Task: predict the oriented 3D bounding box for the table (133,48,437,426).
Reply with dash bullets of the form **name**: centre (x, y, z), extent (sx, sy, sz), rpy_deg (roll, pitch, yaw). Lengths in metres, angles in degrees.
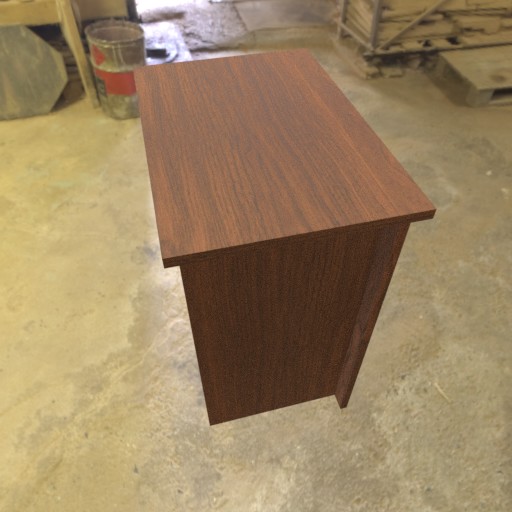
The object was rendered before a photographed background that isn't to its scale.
- **table**: centre (0.000, 0.000, 1.072), extent (0.406, 0.711, 0.589), rpy_deg (-11, 48, -10)
